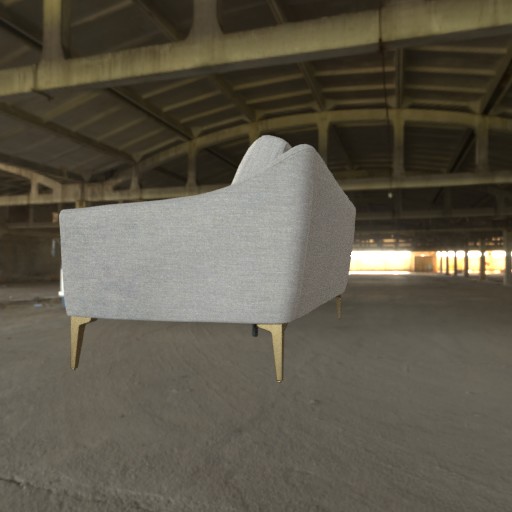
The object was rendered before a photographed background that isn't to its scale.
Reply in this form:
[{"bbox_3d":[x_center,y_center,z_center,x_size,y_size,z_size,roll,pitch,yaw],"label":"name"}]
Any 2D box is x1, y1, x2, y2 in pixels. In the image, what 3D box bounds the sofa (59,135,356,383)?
[{"bbox_3d":[0.000,0.000,2.517,0.980,0.913,2.036,0,-1,17],"label":"sofa"}]
